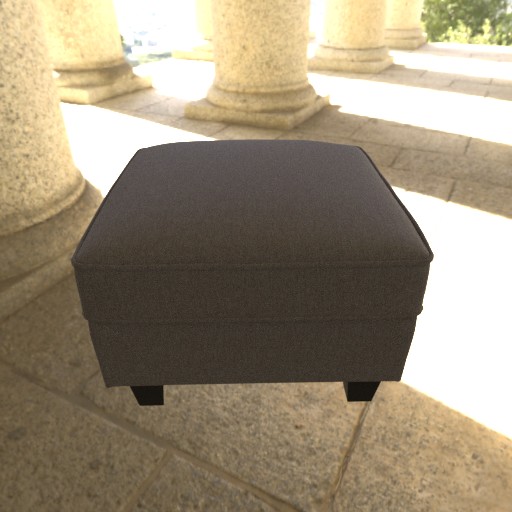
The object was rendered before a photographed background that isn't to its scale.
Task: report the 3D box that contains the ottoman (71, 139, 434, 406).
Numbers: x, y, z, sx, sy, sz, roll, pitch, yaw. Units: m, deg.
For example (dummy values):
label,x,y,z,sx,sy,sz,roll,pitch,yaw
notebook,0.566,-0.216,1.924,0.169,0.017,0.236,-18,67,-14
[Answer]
label,x,y,z,sx,sy,sz,roll,pitch,yaw
ottoman,0.000,0.000,1.425,0.871,0.612,0.808,-1,33,-1
